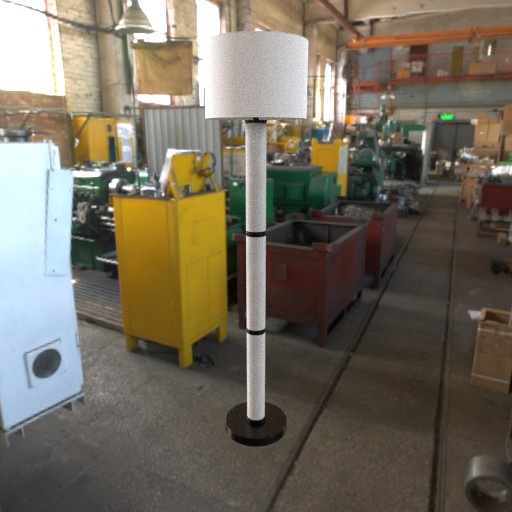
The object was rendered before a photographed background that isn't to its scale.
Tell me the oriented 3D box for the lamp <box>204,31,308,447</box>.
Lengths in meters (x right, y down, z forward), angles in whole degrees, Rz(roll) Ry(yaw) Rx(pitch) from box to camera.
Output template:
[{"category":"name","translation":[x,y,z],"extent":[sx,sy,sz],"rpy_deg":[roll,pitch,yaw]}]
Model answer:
[{"category":"lamp","translation":[0.000,0.000,1.800],"extent":[0.377,1.599,0.377],"rpy_deg":[-2,16,-9]}]
